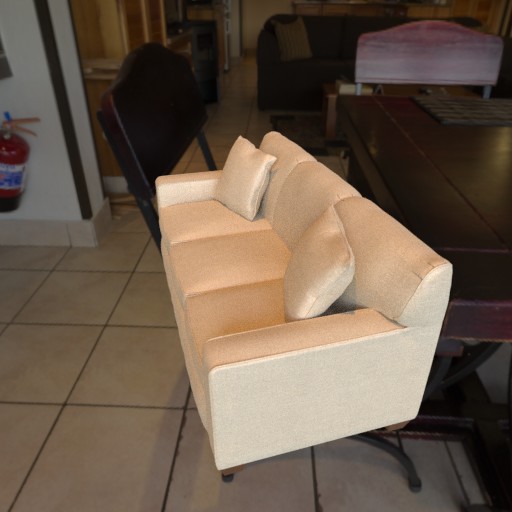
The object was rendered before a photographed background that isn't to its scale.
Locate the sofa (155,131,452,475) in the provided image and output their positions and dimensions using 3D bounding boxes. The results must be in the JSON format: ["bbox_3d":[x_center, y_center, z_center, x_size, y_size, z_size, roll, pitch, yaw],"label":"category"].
[{"bbox_3d":[0.000,0.000,2.551,0.997,0.958,2.024,-8,31,-14],"label":"sofa"}]
